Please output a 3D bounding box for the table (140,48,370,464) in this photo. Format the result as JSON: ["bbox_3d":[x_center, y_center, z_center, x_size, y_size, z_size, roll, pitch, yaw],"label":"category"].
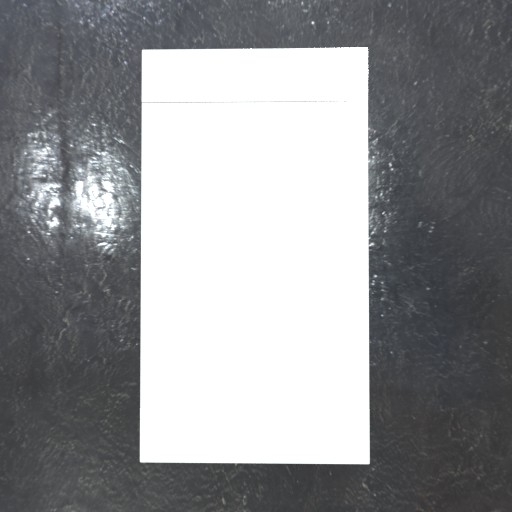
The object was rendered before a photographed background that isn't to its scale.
[{"bbox_3d":[0.000,0.000,1.384,0.600,0.495,1.062,0,89,1],"label":"table"}]
